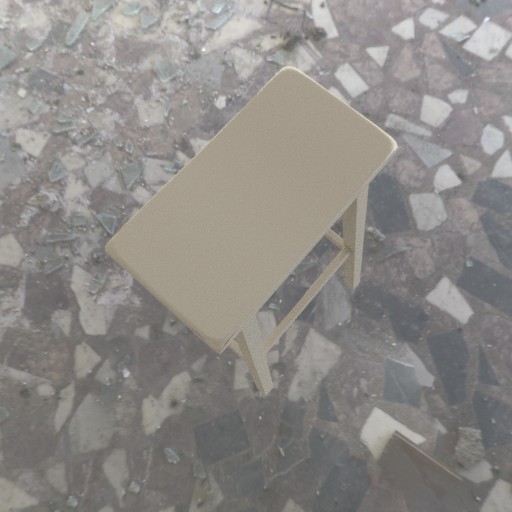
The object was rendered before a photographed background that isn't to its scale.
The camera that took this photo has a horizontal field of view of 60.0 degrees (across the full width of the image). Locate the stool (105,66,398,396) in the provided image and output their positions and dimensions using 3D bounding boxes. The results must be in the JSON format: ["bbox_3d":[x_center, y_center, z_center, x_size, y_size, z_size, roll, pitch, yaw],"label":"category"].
[{"bbox_3d":[0.000,0.000,1.051,0.476,0.737,0.457,40,78,10],"label":"stool"}]
